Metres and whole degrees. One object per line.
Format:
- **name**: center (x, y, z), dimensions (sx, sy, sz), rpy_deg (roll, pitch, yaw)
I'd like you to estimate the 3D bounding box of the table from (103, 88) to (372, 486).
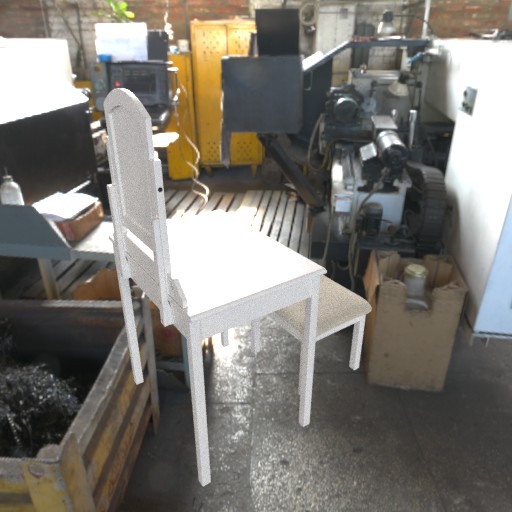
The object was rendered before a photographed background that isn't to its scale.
- **table**: center (0.000, 0.000, 2.205), dimensions (1.211, 1.631, 0.876), rpy_deg (-17, 31, -31)
